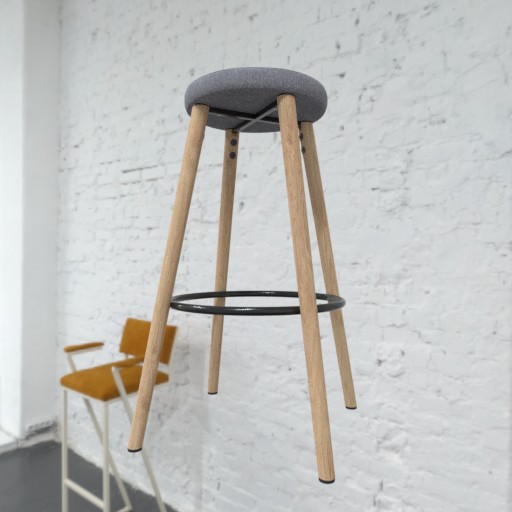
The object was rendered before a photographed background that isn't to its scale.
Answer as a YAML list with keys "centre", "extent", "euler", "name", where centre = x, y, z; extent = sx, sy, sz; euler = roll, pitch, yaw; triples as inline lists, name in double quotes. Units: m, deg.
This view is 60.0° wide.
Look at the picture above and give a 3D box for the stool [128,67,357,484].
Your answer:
- centre: [0.000, 0.000, 1.003]
  extent: [0.410, 0.770, 0.410]
  euler: [0, 0, 18]
  name: "stool"
